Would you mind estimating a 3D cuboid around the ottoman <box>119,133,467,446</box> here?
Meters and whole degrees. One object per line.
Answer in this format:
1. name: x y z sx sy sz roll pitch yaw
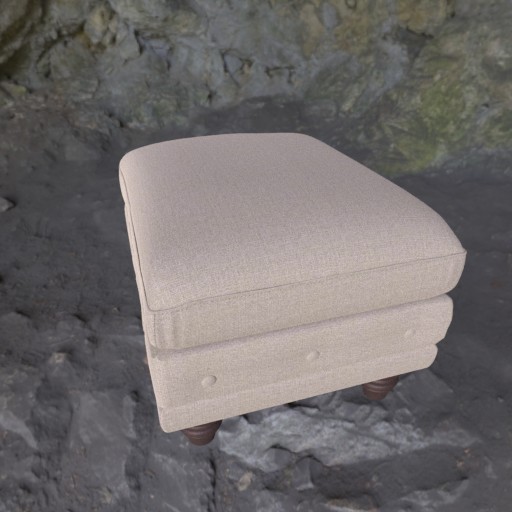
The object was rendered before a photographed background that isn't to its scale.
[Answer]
1. ottoman: 0.000 0.000 0.998 0.541 0.463 0.684 -9 30 -15
